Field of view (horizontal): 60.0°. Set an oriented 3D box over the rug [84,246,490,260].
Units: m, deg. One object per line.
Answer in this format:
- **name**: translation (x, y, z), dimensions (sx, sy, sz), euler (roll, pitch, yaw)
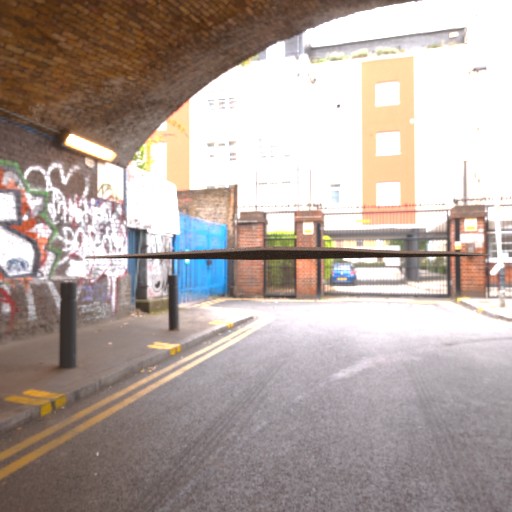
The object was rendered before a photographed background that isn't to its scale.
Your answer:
- **rug**: translation (0.000, 0.000, 3.750), dimensions (2.043, 0.026, 2.901), euler (1, -2, -36)
